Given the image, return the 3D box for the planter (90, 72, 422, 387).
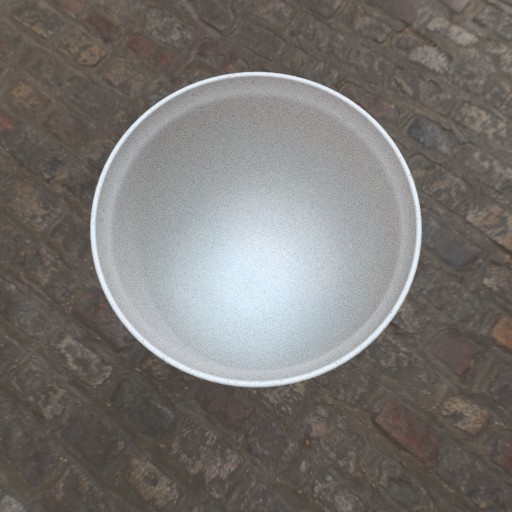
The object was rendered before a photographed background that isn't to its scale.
[{"bbox_3d":[0.000,0.000,0.486,0.268,0.270,0.268,0,76,0],"label":"planter"}]
